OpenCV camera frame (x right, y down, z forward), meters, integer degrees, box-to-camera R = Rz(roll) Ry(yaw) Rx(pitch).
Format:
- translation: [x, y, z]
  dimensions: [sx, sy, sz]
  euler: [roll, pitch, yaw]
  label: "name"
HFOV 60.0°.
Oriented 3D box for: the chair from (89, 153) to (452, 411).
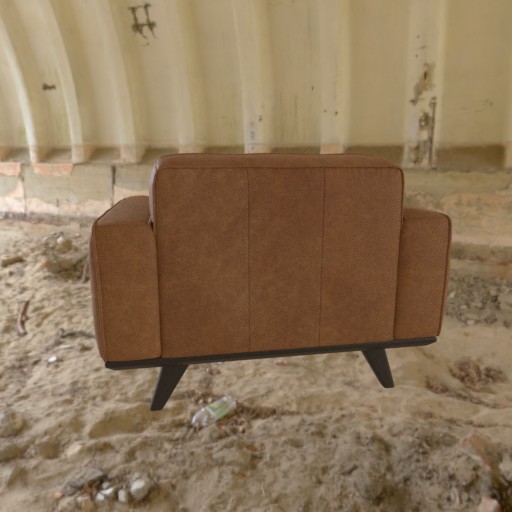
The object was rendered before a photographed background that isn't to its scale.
- translation: [0.000, 0.000, 1.750]
  dimensions: [1.118, 0.782, 0.952]
  euler: [-2, 12, -10]
  label: "chair"
